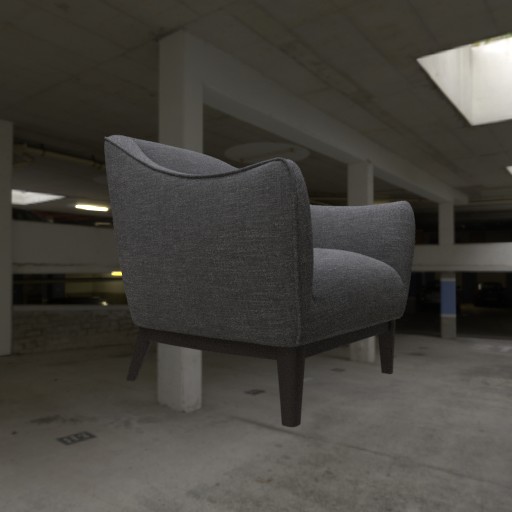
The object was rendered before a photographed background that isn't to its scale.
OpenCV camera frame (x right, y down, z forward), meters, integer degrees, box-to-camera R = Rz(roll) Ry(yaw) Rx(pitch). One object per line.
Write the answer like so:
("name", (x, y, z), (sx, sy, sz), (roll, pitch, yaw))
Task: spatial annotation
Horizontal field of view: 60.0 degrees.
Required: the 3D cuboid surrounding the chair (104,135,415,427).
("chair", (0.000, 0.000, 1.533), (0.851, 0.829, 0.870), (-1, -2, 37))
